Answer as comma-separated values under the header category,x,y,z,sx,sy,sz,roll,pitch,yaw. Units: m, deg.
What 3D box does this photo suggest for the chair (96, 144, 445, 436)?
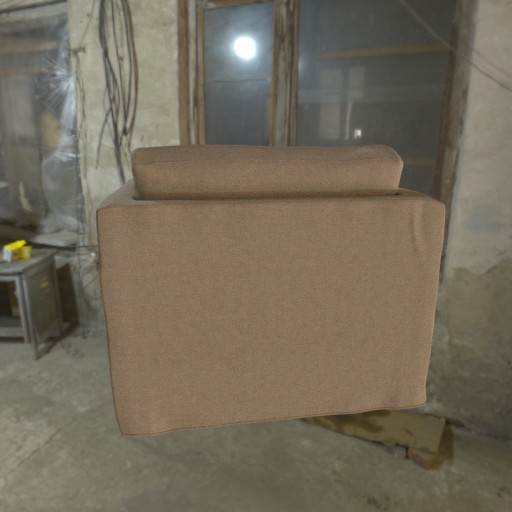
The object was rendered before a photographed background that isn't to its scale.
category,x,y,z,sx,sy,sz,roll,pitch,yaw
chair,0.000,0.000,1.756,1.057,0.863,0.949,-2,15,-9
